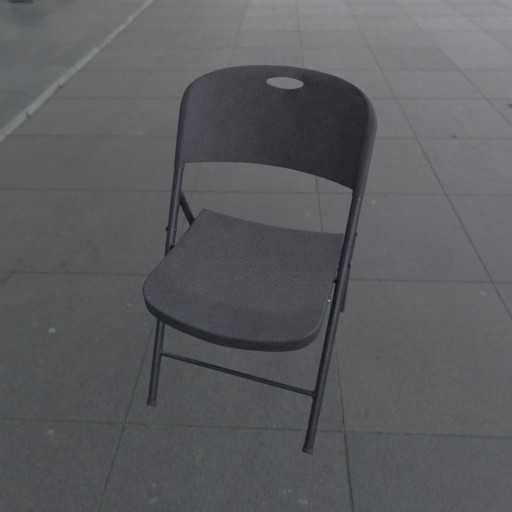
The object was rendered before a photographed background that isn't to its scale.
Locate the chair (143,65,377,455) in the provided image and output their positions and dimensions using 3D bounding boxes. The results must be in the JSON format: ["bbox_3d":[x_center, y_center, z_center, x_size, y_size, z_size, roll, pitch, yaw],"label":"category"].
[{"bbox_3d":[0.000,0.000,1.173,0.494,0.810,0.567,12,41,13],"label":"chair"}]
